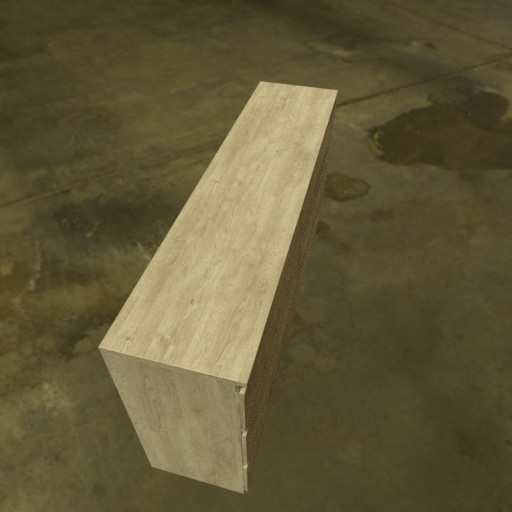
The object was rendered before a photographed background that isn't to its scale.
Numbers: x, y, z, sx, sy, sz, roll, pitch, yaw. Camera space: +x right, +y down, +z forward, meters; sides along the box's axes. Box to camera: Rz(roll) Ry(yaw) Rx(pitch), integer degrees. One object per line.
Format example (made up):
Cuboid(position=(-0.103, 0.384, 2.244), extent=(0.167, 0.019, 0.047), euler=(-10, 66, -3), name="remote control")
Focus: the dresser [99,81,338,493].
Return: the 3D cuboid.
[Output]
Cuboid(position=(0.000, 0.000, 1.881), extent=(0.390, 0.795, 1.590), euler=(11, 46, 10), name="dresser")
